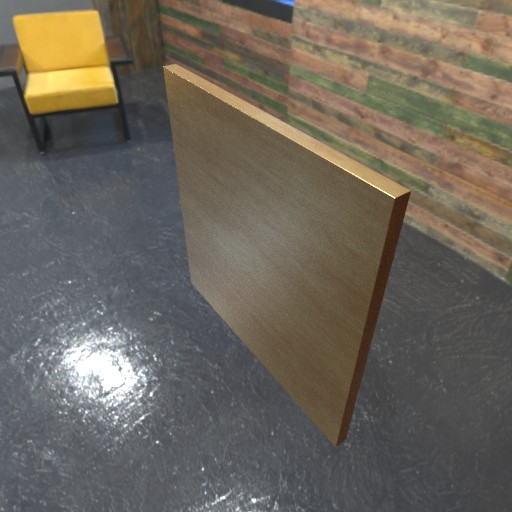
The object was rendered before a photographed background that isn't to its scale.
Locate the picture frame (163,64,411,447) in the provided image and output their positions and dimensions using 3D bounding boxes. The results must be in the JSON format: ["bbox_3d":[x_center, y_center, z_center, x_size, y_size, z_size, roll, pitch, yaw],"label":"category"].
[{"bbox_3d":[0.000,0.000,1.146,0.037,0.761,0.758,-25,46,-27],"label":"picture frame"}]
